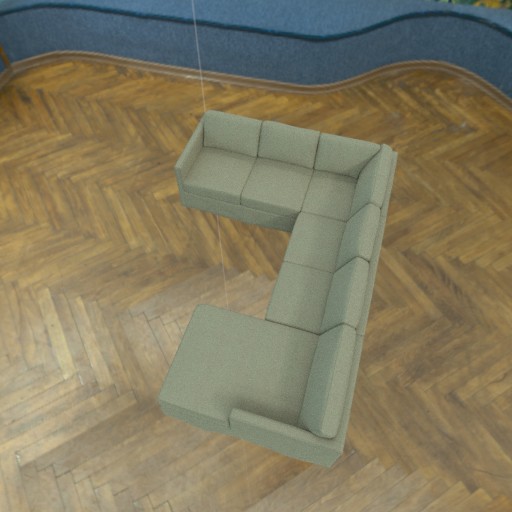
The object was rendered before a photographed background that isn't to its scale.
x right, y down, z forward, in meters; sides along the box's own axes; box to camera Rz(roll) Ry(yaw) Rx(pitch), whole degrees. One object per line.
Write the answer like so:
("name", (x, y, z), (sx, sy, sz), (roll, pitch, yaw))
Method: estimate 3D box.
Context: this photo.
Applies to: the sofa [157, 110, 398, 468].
("sofa", (0.000, 0.000, 4.667), (2.427, 0.882, 3.460), (14, 58, 9))
